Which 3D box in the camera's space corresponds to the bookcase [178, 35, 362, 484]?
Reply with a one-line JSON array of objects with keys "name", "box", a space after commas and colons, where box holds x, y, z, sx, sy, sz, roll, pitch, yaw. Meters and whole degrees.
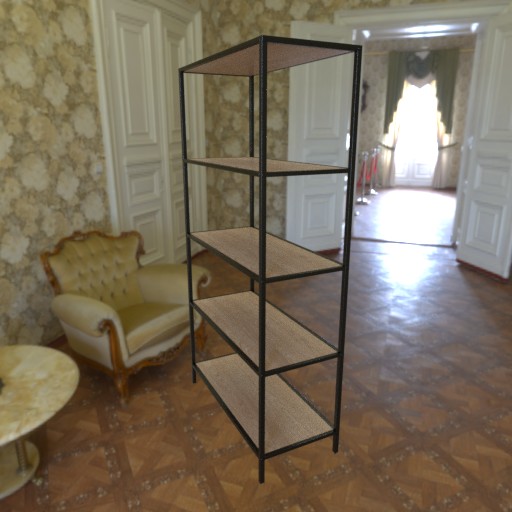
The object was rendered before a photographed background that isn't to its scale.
[{"name": "bookcase", "box": [0.000, 0.000, 1.826, 0.350, 1.500, 0.770, -8, 18, -26]}]
